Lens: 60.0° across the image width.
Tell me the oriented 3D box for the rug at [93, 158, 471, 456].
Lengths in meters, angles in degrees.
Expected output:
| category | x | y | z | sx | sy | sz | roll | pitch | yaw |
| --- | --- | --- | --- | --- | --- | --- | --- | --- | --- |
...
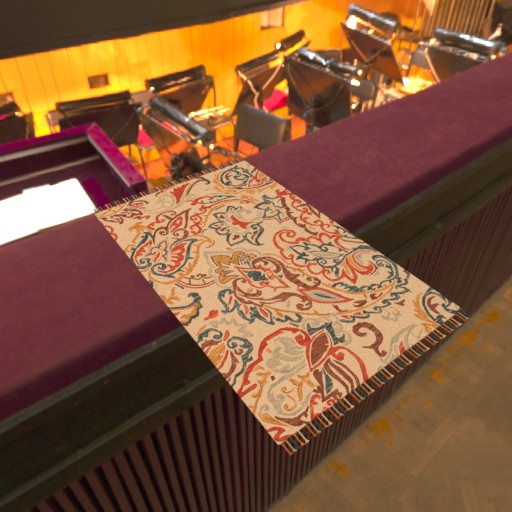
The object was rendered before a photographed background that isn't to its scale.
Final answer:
| category | x | y | z | sx | sy | sz | roll | pitch | yaw |
| --- | --- | --- | --- | --- | --- | --- | --- | --- | --- |
| rug | 0.000 | 0.000 | 3.270 | 1.523 | 0.010 | 2.584 | -26 | 47 | -27 |
